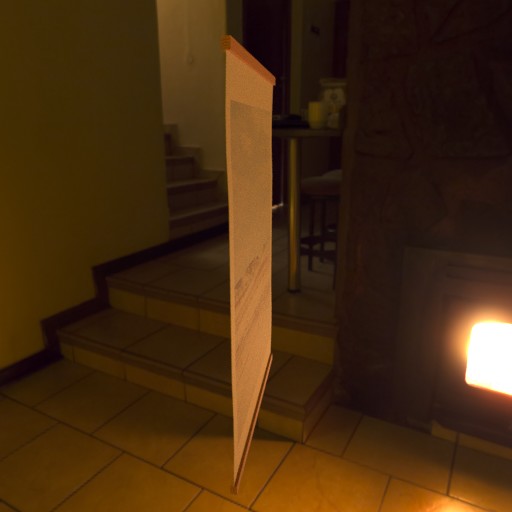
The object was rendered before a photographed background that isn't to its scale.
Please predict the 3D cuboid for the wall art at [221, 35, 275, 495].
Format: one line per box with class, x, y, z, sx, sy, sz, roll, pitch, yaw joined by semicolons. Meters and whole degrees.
wall art;0.000;0.000;1.885;0.025;1.521;1.011;3;16;9
